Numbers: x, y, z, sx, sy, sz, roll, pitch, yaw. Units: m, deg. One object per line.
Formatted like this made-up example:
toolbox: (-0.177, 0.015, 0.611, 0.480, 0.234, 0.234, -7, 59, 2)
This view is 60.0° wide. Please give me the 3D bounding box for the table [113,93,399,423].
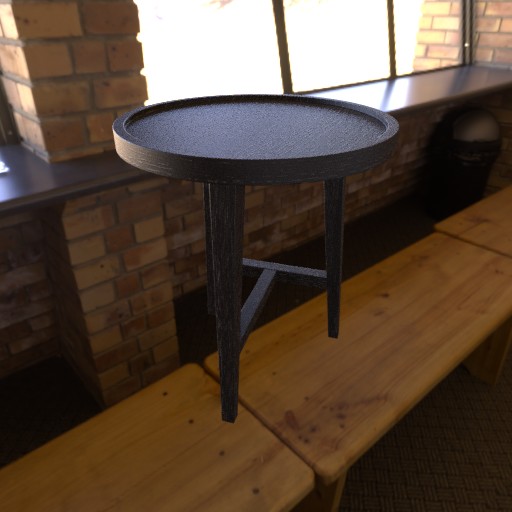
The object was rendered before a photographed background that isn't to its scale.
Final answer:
table: (0.000, 0.000, 0.754, 0.399, 0.460, 0.399, 0, 30, 0)
